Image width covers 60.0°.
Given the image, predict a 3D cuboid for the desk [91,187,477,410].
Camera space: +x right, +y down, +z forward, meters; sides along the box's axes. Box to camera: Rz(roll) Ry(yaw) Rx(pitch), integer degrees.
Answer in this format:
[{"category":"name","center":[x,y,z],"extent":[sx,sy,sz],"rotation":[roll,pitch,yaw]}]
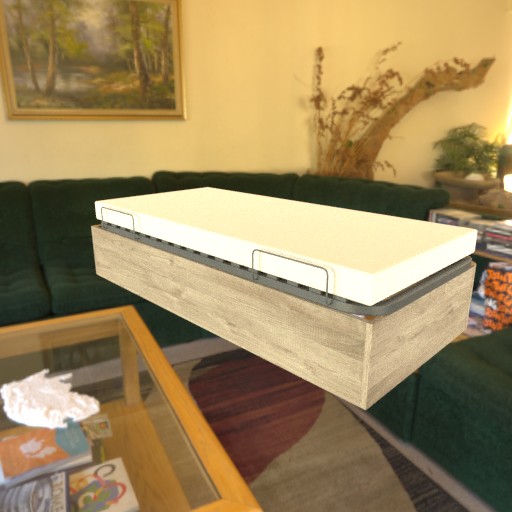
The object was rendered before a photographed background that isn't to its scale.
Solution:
[{"category":"desk","center":[0.000,0.000,2.310],"extent":[0.900,0.455,1.900],"rotation":[-16,23,-42]}]
